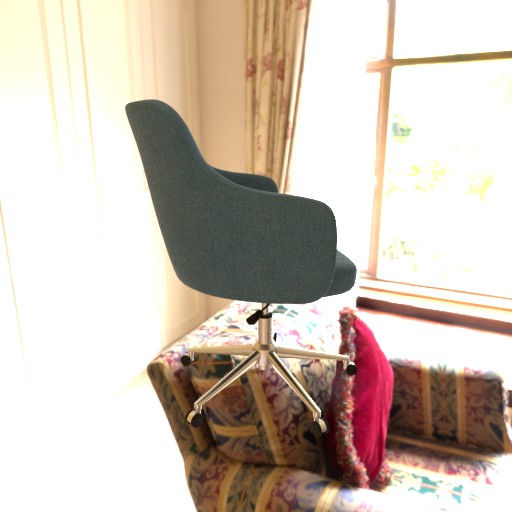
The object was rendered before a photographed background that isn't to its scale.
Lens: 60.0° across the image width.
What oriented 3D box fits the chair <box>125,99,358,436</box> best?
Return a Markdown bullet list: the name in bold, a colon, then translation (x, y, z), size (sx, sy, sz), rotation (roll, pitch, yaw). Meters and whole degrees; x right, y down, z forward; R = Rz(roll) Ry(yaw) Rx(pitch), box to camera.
- **chair**: translation (0.000, 0.000, 1.262), size (0.655, 0.820, 0.599), rotation (-3, 16, -10)
